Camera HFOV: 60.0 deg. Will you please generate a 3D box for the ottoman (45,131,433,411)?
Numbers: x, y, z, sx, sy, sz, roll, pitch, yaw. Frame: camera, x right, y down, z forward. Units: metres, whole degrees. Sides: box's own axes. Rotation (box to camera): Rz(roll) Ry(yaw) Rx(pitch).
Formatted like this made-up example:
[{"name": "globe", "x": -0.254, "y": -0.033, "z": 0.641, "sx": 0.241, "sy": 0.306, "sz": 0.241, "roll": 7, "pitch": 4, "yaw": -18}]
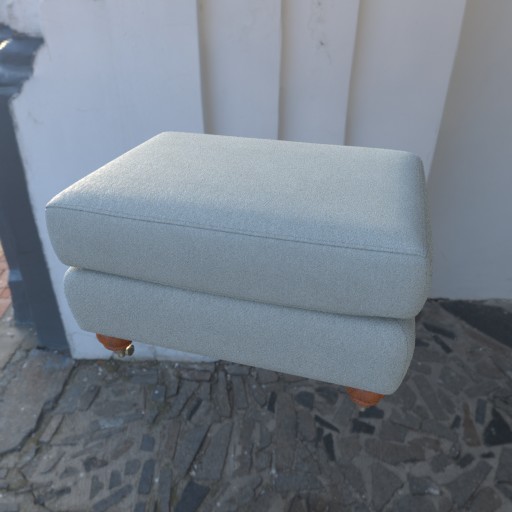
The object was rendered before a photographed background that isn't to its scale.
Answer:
[{"name": "ottoman", "x": 0.000, "y": 0.000, "z": 1.122, "sx": 0.773, "sy": 0.499, "sz": 0.569, "roll": 8, "pitch": 32, "yaw": 14}]
